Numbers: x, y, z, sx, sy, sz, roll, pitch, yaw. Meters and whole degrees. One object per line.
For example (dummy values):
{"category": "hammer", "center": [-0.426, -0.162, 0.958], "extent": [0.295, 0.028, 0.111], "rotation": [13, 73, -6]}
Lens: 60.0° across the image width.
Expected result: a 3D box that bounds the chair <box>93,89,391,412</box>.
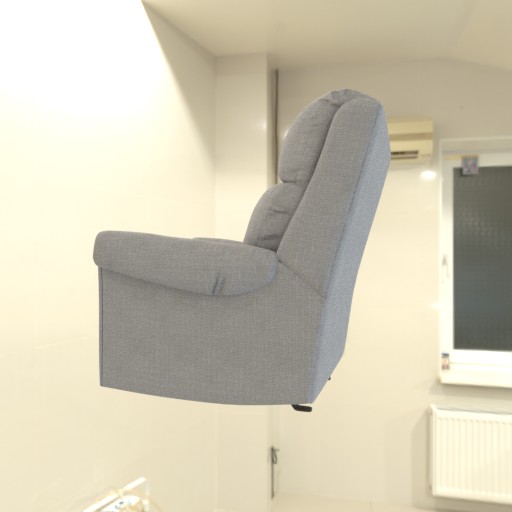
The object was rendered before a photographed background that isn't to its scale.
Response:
{"category": "chair", "center": [0.000, 0.000, 1.771], "extent": [1.014, 1.054, 0.838], "rotation": [0, 0, 19]}
